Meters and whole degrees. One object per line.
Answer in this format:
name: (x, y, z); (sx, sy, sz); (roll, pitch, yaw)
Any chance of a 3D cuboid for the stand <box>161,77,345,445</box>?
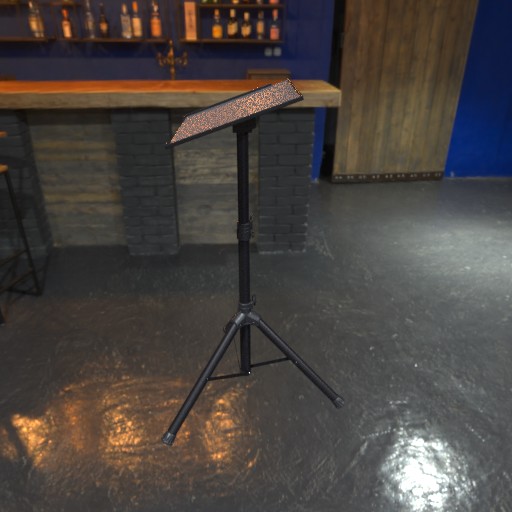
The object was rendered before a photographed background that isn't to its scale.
stand: (0.000, 0.000, 1.638); (0.702, 1.198, 0.702); (-1, 27, -1)
